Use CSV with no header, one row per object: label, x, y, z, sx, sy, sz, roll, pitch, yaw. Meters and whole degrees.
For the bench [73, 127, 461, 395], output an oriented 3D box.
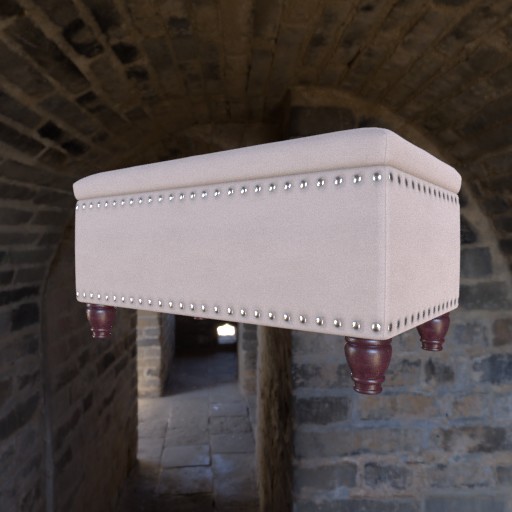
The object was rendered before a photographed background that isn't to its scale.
bench,0.000,0.000,1.147,0.887,0.449,0.500,1,1,37
